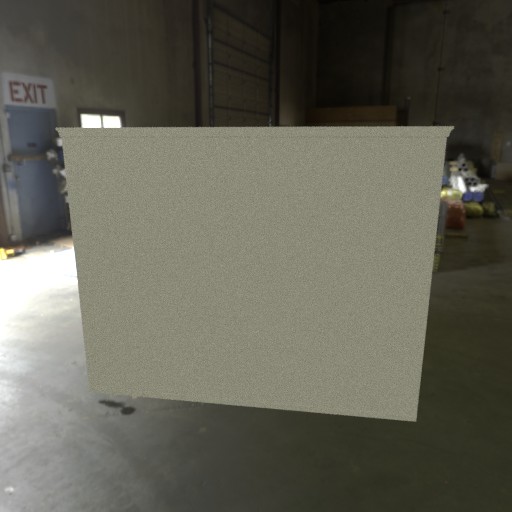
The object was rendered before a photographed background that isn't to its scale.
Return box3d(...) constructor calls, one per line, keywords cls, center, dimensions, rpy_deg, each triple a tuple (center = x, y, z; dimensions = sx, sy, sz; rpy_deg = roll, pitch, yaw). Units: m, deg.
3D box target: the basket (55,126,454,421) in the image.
box3d(cls="basket", center=(0.000, 0.000, 1.131), dimensions=(0.792, 0.625, 0.376), rpy_deg=(2, 15, 8))
